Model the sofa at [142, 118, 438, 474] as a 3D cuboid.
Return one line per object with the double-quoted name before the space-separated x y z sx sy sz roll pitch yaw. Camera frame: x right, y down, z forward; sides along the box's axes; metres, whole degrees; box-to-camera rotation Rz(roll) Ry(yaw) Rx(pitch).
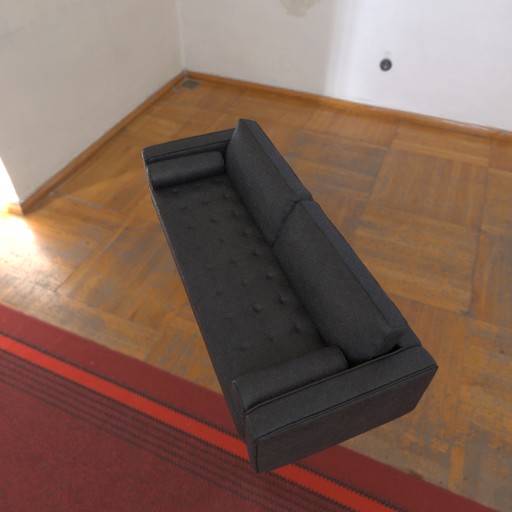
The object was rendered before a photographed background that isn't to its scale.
"sofa" 0.000 0.000 2.660 0.914 0.762 2.210 -16 49 -15
